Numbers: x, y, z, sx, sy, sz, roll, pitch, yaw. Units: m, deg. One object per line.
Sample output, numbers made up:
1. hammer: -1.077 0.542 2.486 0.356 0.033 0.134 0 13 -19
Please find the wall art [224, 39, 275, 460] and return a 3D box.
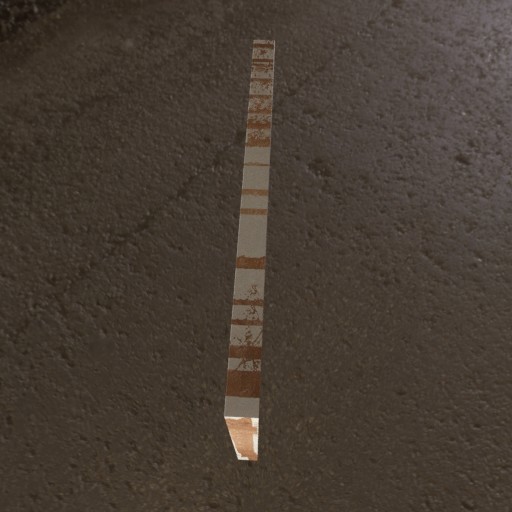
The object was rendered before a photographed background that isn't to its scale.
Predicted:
1. wall art: 0.000 0.000 0.770 0.035 0.405 0.609 2 60 1
